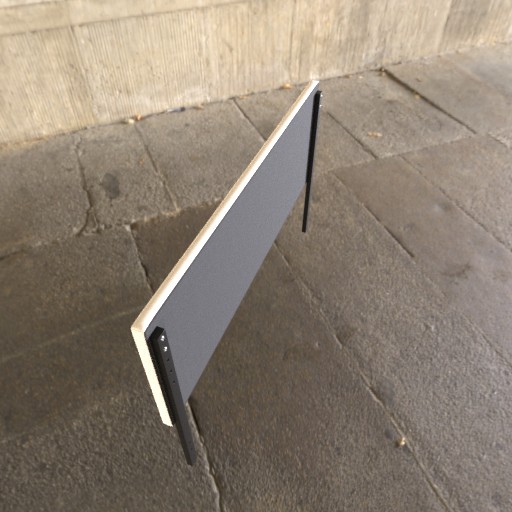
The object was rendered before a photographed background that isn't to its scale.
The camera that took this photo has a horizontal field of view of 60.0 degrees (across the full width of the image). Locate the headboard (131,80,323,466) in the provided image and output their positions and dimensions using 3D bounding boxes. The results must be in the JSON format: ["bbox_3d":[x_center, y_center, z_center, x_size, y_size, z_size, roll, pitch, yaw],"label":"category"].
[{"bbox_3d":[0.000,0.000,2.938,0.120,1.410,2.362,16,48,15],"label":"headboard"}]
